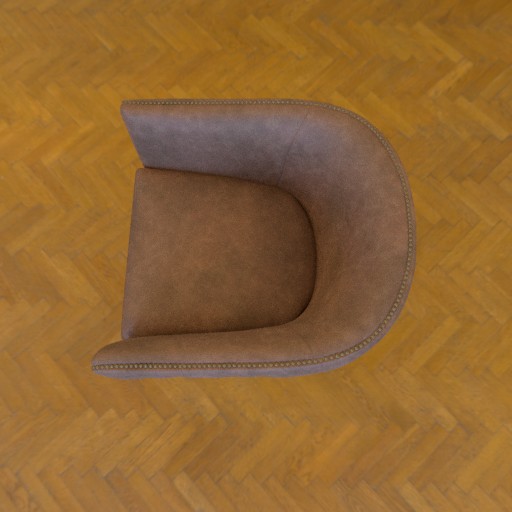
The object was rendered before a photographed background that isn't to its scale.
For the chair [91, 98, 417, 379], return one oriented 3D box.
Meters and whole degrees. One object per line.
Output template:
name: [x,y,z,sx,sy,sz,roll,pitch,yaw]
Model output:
chair: [0.000,0.000,1.561,0.870,0.790,0.850,1,75,0]
